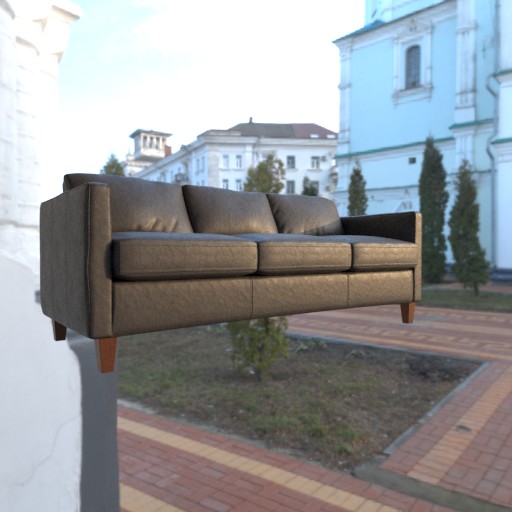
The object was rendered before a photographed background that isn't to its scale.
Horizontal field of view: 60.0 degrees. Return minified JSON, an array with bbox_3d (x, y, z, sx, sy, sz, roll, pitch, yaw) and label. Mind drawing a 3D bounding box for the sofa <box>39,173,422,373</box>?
[{"bbox_3d":[0.000,0.000,2.950,2.464,1.006,1.045,0,1,-36],"label":"sofa"}]
